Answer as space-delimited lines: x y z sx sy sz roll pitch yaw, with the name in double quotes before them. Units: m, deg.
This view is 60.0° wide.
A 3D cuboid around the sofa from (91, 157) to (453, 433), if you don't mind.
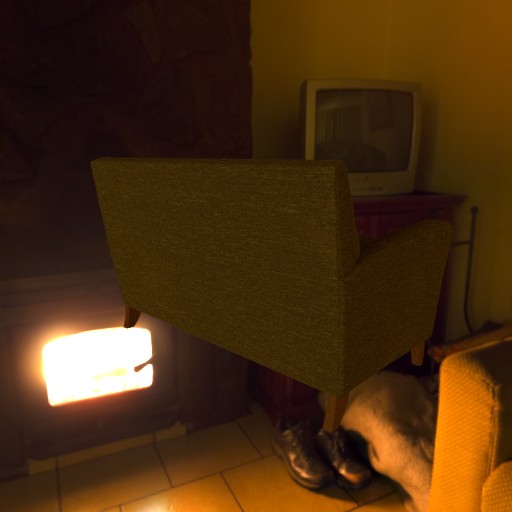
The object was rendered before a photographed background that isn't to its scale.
"sofa" 0.000 0.000 2.095 1.509 0.905 0.867 12 18 42
